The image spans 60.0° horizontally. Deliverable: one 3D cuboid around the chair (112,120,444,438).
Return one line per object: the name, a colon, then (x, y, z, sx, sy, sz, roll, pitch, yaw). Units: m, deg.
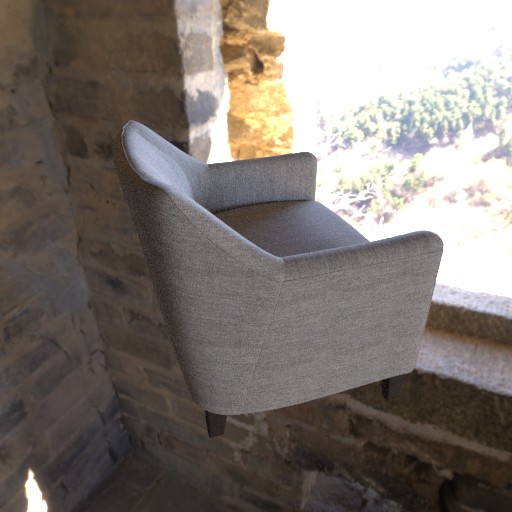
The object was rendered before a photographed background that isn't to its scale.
chair: (0.000, 0.000, 1.401, 0.758, 0.761, 0.796, -10, 32, -17)
